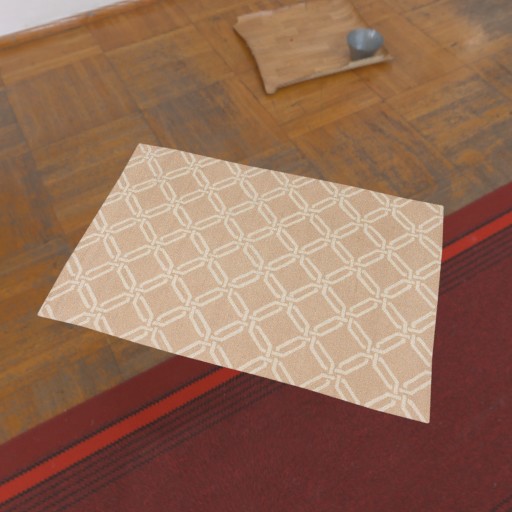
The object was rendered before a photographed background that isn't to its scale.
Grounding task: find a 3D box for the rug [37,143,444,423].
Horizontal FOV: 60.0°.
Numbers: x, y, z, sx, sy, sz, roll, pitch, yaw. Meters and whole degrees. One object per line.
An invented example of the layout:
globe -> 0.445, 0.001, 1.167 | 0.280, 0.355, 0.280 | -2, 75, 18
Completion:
rug -> 0.000, 0.000, 2.163 | 1.745, 0.010, 1.146 | 13, 59, 8
